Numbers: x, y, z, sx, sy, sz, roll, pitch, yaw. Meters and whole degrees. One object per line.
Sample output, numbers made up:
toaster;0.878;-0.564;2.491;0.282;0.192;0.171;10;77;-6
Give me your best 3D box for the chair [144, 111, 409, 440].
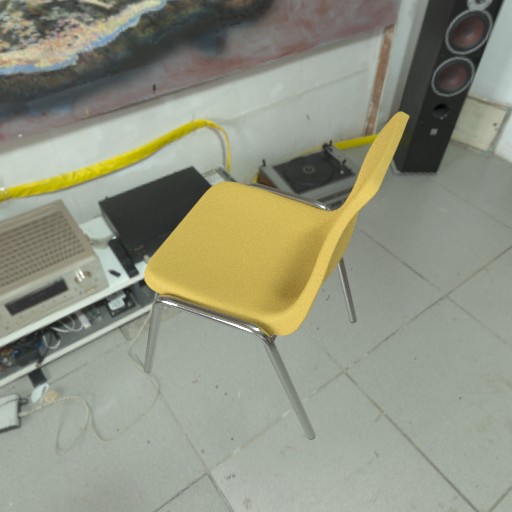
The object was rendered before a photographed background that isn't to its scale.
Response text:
chair;0.000;0.000;0.900;0.436;0.653;0.381;18;50;16
